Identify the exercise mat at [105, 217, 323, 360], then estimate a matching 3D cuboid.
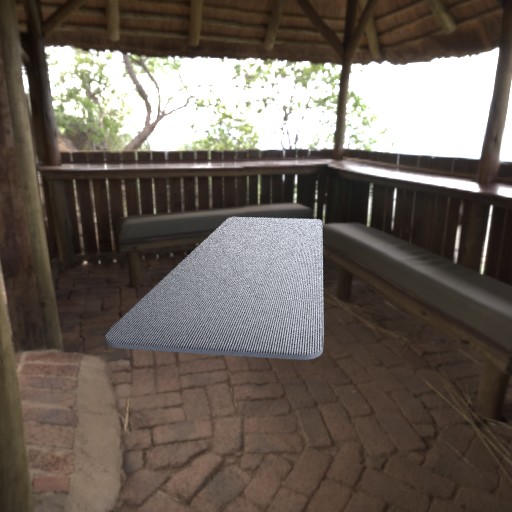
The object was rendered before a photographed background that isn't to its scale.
[{"bbox_3d":[0.000,0.000,2.074,0.616,0.021,1.884,2,16,8],"label":"exercise mat"}]
